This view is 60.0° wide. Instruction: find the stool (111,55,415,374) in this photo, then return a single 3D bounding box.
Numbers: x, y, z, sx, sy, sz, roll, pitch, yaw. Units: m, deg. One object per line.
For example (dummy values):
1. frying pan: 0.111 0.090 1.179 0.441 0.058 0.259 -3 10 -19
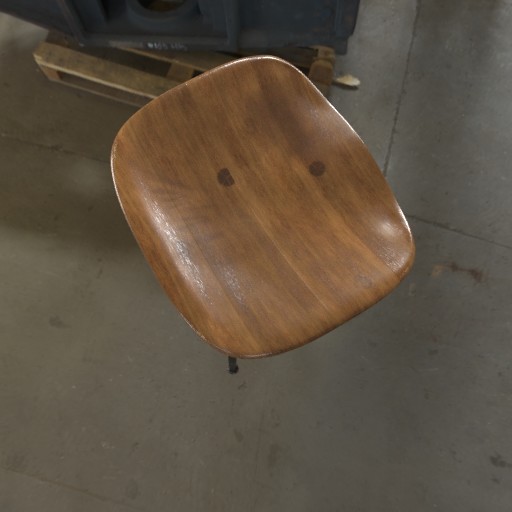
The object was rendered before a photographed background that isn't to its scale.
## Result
1. stool: 0.000 0.000 0.964 0.424 0.694 0.432 -29 77 -7
